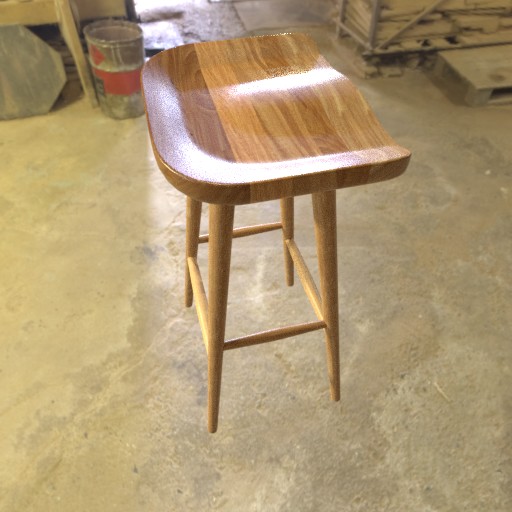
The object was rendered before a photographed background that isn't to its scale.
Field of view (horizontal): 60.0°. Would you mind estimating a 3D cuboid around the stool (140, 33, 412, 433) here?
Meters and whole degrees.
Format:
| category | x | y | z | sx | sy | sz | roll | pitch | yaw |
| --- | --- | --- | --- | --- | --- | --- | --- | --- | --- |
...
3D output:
| category | x | y | z | sx | sy | sz | roll | pitch | yaw |
| --- | --- | --- | --- | --- | --- | --- | --- | --- | --- |
| stool | 0.000 | 0.000 | 0.903 | 0.322 | 0.698 | 0.407 | -11 | 48 | -10 |
